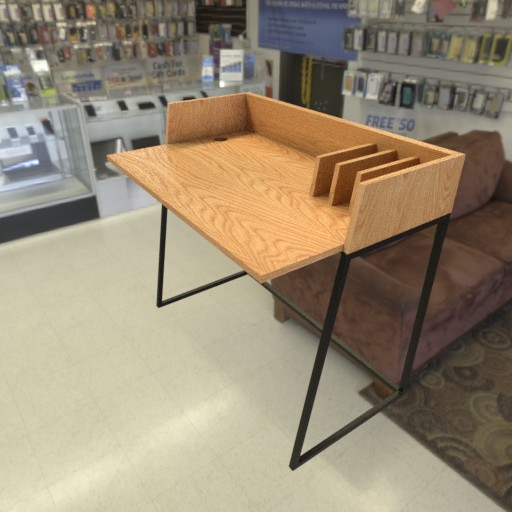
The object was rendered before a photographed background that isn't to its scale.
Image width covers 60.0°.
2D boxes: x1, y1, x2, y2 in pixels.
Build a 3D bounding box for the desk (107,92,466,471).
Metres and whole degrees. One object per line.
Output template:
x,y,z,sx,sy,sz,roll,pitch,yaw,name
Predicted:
0.000,0.000,1.874,0.769,1.061,1.191,-20,36,-29,desk
